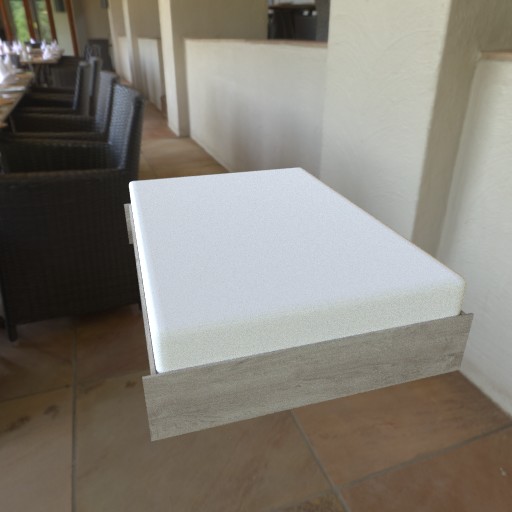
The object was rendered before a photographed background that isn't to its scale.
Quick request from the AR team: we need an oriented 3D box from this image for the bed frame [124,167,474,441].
[{"bbox_3d":[0.000,0.000,2.654,1.445,0.497,1.945,-8,27,-15],"label":"bed frame"}]
